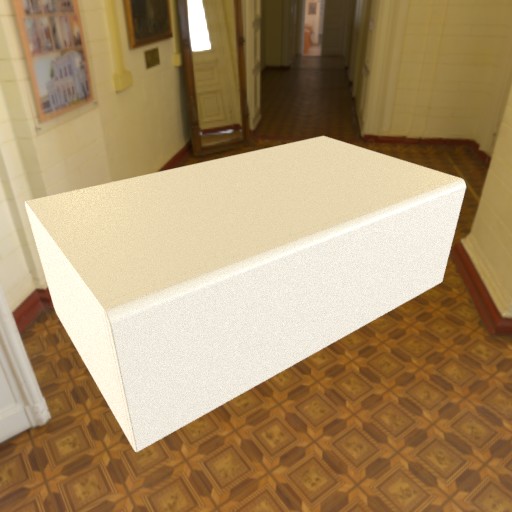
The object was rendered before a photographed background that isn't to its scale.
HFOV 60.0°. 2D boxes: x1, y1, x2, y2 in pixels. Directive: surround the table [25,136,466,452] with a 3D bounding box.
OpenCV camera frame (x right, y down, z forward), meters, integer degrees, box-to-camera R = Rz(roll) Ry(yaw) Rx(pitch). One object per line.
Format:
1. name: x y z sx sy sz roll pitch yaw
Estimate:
1. table: 0.000 0.000 1.369 1.097 0.442 0.639 -20 36 -31
